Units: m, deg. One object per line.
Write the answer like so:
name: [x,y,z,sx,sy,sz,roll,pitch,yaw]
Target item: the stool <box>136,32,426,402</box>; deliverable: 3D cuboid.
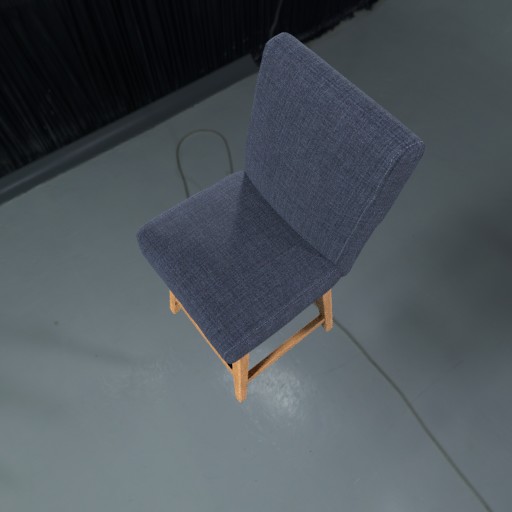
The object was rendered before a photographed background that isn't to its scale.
stool: [0.000,0.000,1.300,0.526,1.010,0.459,-35,68,-16]
